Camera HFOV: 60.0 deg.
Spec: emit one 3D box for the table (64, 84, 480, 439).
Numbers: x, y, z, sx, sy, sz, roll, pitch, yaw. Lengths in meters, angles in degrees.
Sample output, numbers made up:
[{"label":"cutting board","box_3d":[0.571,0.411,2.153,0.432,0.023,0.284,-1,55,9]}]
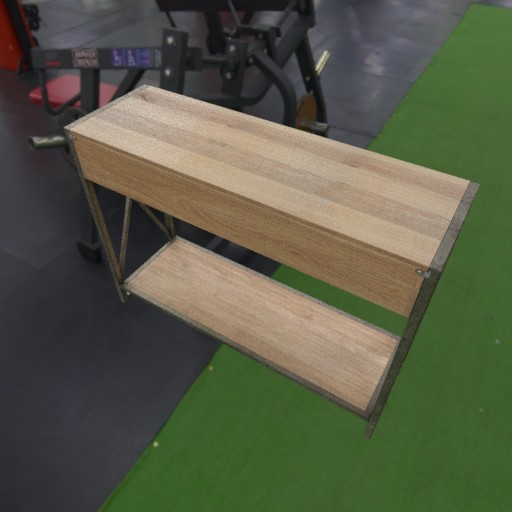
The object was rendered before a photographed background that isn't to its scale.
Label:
[{"label":"table","box_3d":[0.000,0.000,1.424,1.059,0.763,0.361,24,49,22]}]
